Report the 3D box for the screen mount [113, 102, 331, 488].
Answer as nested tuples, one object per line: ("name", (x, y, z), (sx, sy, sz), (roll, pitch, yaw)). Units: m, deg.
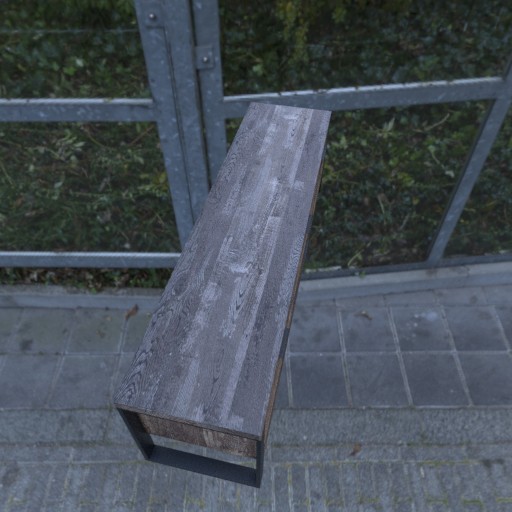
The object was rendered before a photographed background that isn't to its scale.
("screen mount", (0.000, 0.000, 1.755), (0.395, 0.450, 1.524), (10, 49, 9))
